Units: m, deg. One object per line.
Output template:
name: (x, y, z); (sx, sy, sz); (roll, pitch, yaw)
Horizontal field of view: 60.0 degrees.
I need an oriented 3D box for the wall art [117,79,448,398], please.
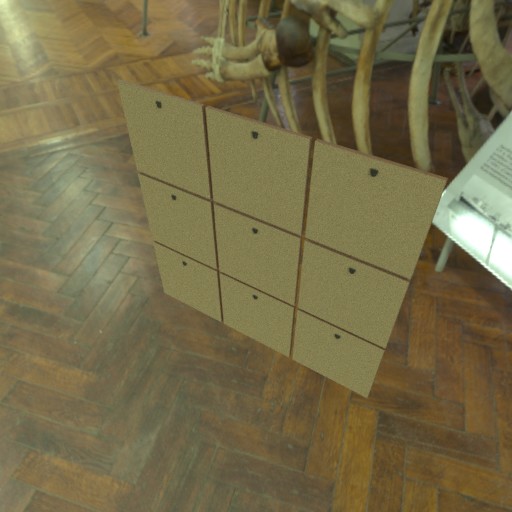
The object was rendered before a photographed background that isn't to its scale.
wall art: (0.000, 0.000, 1.862); (1.221, 1.218, 0.024); (24, 49, 22)
